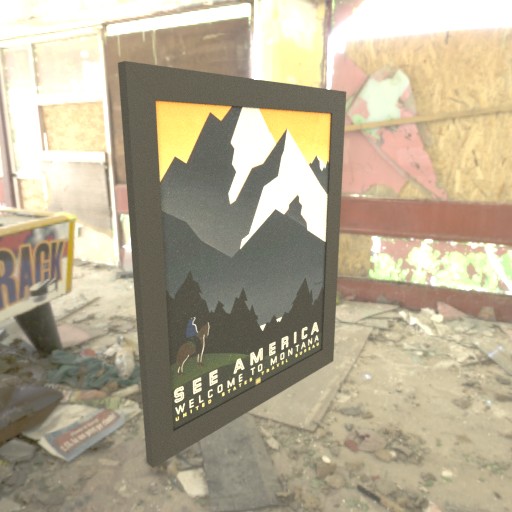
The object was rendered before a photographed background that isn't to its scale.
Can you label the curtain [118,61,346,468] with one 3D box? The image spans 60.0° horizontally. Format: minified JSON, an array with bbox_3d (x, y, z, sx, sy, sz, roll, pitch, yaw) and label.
[{"bbox_3d":[0.000,0.000,0.790,0.027,0.585,0.483,14,20,43],"label":"curtain"}]
